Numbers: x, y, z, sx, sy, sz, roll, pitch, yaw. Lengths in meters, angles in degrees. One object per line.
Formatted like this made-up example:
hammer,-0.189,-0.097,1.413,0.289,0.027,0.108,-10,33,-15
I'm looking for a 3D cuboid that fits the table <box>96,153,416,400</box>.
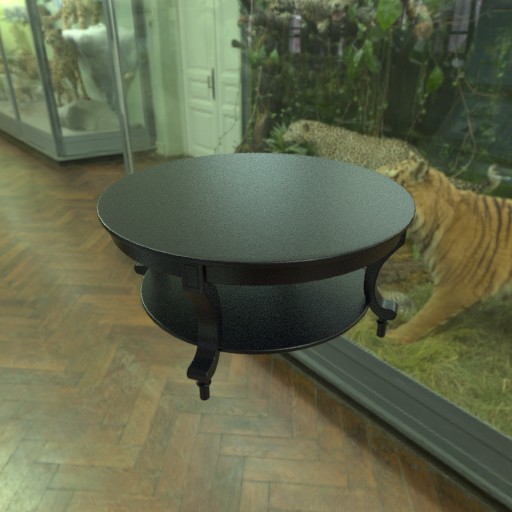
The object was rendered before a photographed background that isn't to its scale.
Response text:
table,0.000,0.000,1.602,1.029,0.491,1.029,0,27,0
